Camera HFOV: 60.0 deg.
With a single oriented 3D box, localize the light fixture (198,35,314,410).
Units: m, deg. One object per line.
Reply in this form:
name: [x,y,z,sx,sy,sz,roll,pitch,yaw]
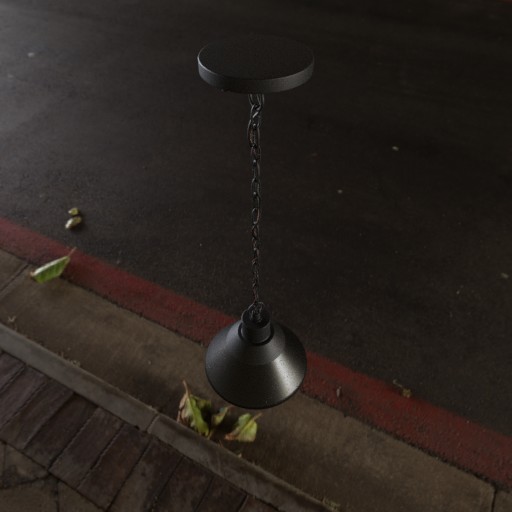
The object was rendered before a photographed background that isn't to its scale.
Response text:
light fixture: [0.000,0.000,0.667,0.201,0.588,0.201,-22,49,-20]
